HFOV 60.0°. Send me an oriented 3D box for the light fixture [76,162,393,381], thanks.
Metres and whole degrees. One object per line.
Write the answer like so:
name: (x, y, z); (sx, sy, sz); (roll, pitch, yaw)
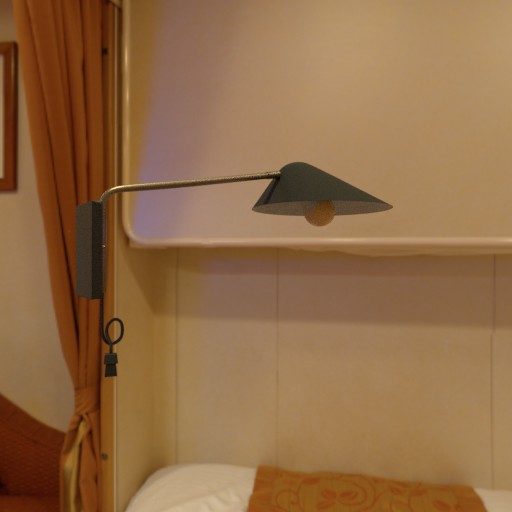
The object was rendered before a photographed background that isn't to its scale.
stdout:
light fixture: (0.000, 0.000, 0.688); (0.516, 0.312, 0.240); (0, 0, -36)
